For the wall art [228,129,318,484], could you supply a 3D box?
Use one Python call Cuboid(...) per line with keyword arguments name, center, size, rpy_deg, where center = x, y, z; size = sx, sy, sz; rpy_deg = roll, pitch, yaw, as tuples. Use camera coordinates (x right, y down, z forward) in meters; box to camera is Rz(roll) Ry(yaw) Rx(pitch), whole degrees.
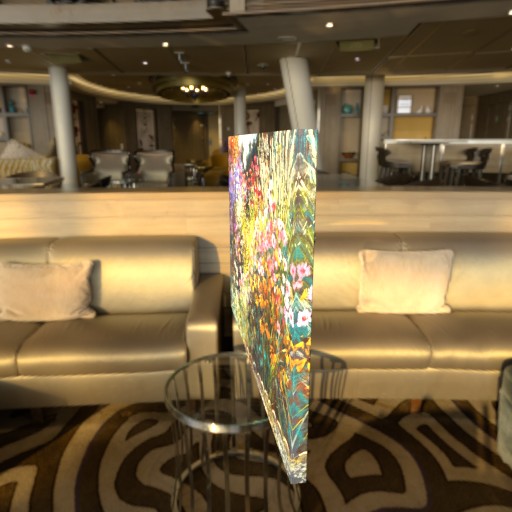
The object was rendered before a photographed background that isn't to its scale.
Cuboid(name="wall art", center=(0.000, 0.000, 1.436), size=(0.042, 0.760, 1.136), rpy_deg=(-2, 15, -10))
